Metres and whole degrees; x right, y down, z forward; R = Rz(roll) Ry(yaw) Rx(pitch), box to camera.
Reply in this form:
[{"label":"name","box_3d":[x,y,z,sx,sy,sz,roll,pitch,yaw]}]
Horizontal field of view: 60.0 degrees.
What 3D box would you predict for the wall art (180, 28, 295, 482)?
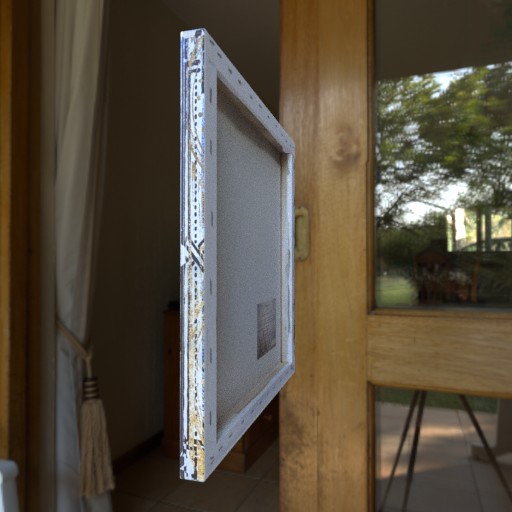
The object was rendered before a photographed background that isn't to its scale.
[{"label":"wall art","box_3d":[0.000,0.000,0.887,0.036,0.607,0.609,0,-1,16]}]
